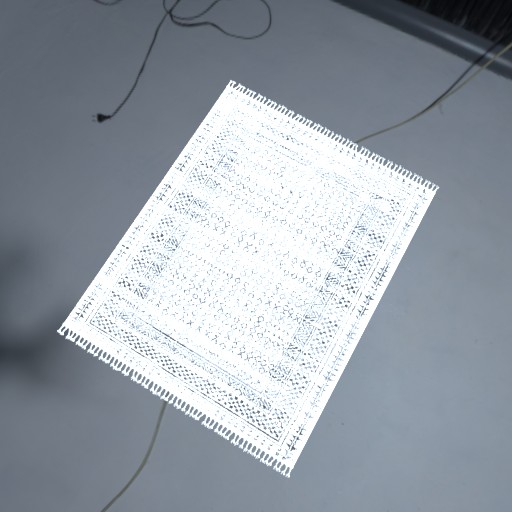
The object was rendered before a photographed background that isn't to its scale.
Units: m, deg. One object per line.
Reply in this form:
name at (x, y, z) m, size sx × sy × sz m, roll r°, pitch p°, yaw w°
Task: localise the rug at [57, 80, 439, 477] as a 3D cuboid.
rug at (0.000, 0.000, 4.010) m, size 2.312 × 0.013 × 2.940 m, roll 30°, pitch 77°, yaw 7°
